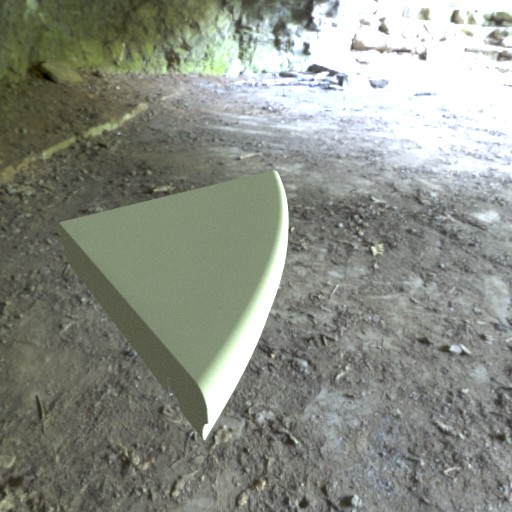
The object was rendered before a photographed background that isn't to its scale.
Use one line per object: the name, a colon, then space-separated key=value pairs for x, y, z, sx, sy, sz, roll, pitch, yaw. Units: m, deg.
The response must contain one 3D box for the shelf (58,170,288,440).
shelf: x=0.000 y=0.000 z=0.470 sx=0.310 sy=0.050 sz=0.310 roll=-20 pitch=35 yaw=-32
